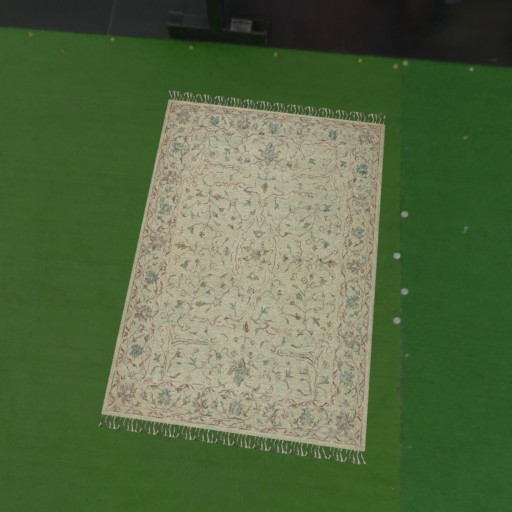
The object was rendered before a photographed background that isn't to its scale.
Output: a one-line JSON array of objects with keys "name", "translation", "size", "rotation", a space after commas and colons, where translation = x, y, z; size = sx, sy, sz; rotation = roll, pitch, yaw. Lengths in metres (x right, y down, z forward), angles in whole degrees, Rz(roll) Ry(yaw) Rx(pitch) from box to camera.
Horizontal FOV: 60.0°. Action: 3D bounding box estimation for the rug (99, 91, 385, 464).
[{"name": "rug", "translation": [0.000, 0.000, 2.251], "size": [1.247, 0.008, 1.802], "rotation": [7, 74, 2]}]
